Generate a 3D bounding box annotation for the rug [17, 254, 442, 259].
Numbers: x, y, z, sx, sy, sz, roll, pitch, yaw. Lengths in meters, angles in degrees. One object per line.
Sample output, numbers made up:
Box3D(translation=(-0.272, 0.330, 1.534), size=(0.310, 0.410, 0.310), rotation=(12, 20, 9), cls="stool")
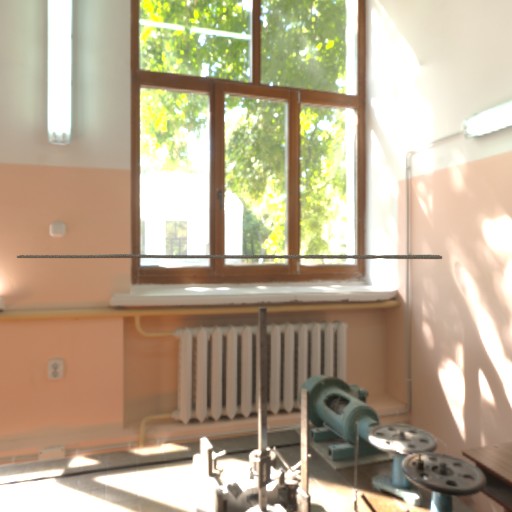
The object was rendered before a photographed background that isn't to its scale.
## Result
Box3D(translation=(0.000, 0.000, 0.878), size=(0.639, 0.006, 0.548), rotation=(0, 0, 18), cls="rug")
